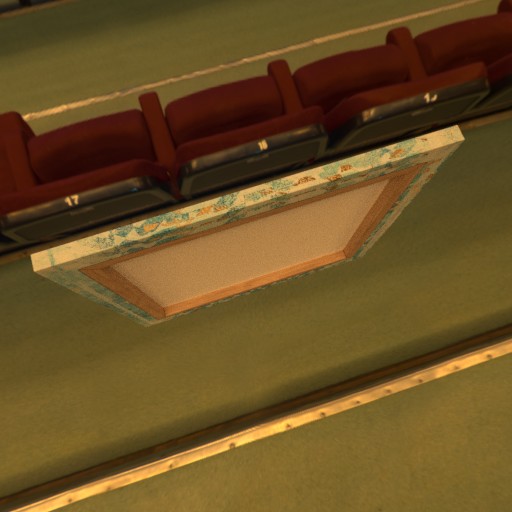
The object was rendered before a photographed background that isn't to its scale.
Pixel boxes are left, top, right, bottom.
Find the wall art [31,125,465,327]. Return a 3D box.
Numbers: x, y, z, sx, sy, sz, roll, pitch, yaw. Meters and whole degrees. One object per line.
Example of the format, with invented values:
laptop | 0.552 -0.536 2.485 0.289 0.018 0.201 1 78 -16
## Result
wall art | 0.000 0.000 1.340 0.916 0.916 0.040 -18 75 -5
